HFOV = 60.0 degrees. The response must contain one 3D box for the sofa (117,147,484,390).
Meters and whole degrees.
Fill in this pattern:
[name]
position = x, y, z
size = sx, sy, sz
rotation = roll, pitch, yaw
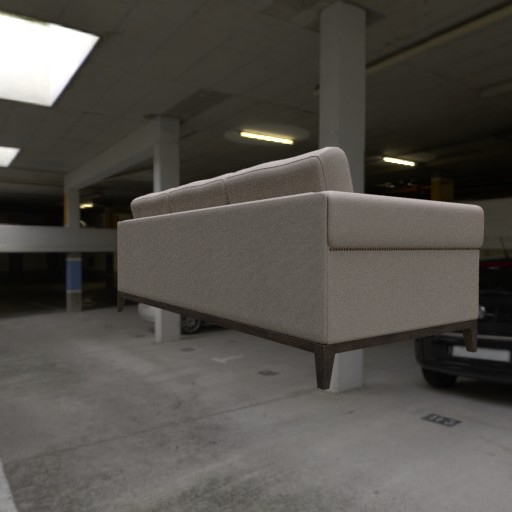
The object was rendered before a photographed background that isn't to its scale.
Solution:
[sofa]
position = 0.000, 0.000, 2.609
size = 0.959, 0.838, 2.210
rotation = -1, 1, -35
